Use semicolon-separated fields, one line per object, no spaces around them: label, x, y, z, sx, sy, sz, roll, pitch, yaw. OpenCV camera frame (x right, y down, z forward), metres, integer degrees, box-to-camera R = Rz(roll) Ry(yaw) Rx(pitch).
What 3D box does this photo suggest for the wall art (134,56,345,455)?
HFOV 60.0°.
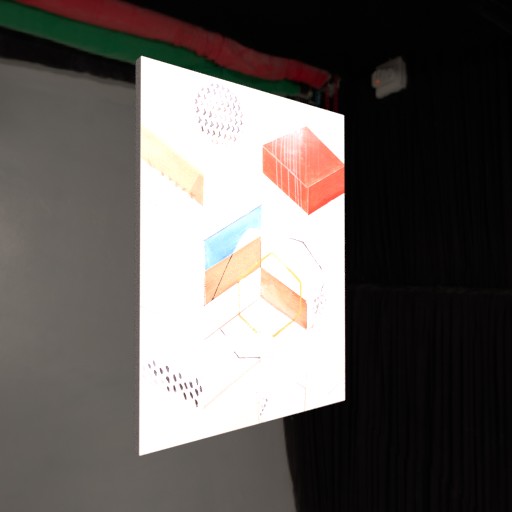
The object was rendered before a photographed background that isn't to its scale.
wall art;0.000;0.000;1.642;0.914;1.221;0.046;1;-1;-37
